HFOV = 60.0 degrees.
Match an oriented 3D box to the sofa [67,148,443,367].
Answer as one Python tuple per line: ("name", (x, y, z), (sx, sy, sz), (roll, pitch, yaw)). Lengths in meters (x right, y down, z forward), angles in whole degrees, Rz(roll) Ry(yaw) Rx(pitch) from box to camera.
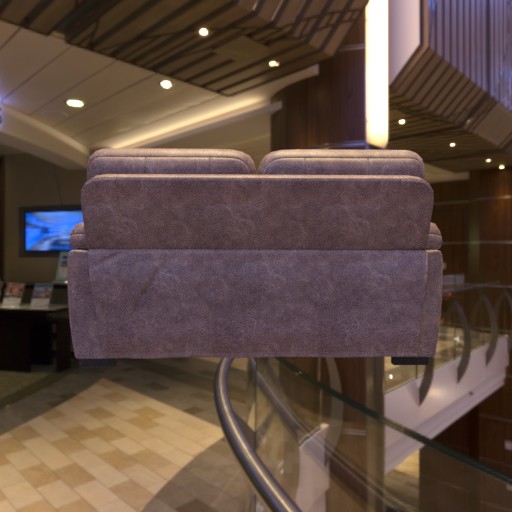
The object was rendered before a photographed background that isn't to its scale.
("sofa", (0.000, 0.000, 2.397), (1.753, 0.991, 0.991), (0, 0, -1))
